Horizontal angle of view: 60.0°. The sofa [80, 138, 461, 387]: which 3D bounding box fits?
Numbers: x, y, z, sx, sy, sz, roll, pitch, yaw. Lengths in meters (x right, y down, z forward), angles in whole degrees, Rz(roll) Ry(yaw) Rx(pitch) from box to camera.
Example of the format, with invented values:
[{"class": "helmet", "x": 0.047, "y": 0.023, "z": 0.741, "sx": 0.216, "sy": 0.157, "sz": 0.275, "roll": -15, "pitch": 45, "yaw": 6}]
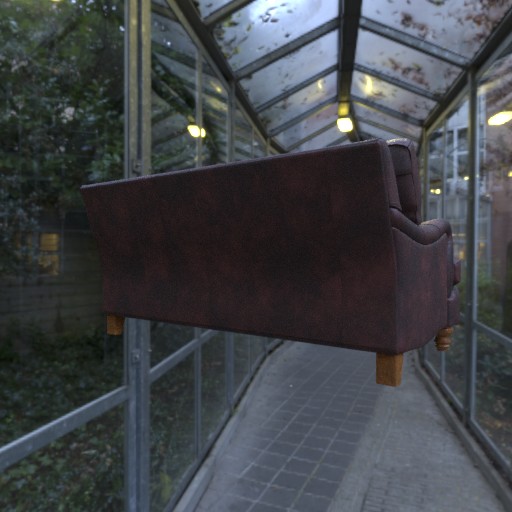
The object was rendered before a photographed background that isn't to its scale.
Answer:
[{"class": "sofa", "x": 0.000, "y": 0.000, "z": 2.726, "sx": 2.144, "sy": 1.071, "sz": 1.147, "roll": 0, "pitch": 1, "yaw": 37}]
